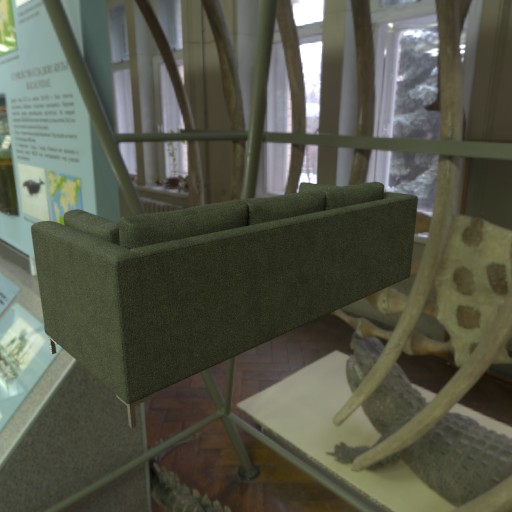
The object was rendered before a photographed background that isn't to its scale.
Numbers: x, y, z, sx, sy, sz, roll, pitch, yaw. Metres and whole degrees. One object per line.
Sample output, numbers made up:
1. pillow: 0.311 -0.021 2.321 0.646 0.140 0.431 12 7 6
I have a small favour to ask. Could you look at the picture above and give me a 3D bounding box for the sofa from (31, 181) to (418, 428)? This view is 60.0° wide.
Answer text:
1. sofa: 0.000 0.000 2.894 2.415 0.867 0.969 -15 22 -42
